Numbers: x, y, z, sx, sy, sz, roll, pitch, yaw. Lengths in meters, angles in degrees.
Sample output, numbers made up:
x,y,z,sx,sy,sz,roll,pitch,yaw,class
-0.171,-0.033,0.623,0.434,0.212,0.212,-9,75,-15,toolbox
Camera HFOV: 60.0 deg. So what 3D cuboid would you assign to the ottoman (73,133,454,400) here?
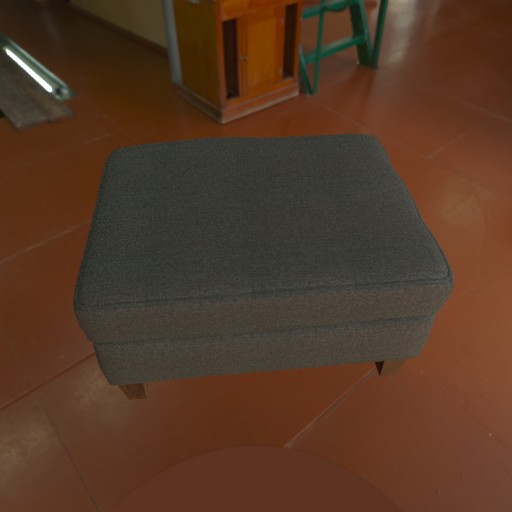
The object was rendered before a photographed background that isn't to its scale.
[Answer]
x,y,z,sx,sy,sz,roll,pitch,yaw,class
0.000,0.000,1.261,0.826,0.496,0.639,-4,45,-4,ottoman
